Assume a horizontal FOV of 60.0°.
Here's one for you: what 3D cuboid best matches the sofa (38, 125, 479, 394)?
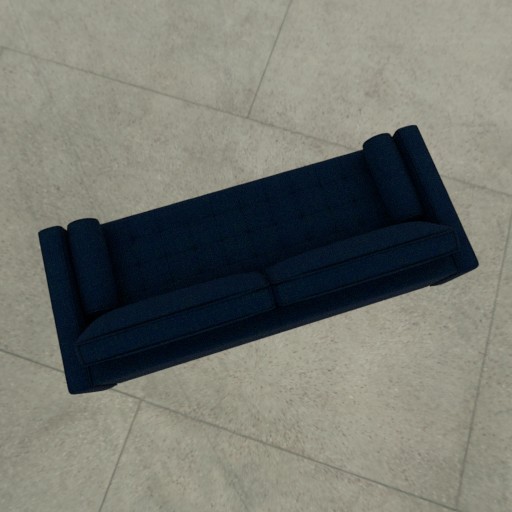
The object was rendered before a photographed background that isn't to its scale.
[{"bbox_3d":[0.000,0.000,2.541,2.210,0.762,0.914,-17,76,-4],"label":"sofa"}]
